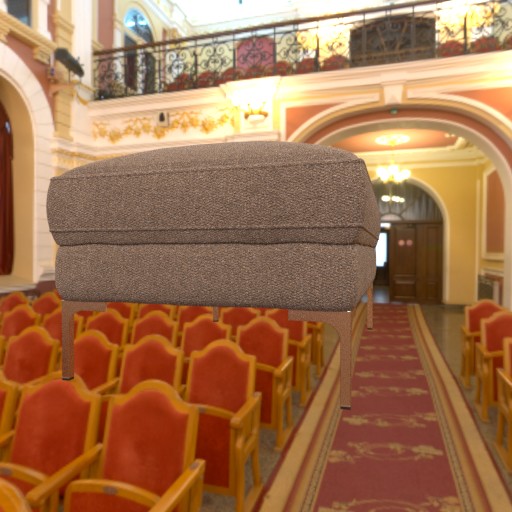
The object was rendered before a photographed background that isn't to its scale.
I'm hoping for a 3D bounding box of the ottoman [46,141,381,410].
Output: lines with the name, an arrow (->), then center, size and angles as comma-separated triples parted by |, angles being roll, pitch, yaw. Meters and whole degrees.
ottoman -> 0.000, 0.000, 1.114 | 0.583, 0.464, 0.785 | 0, 1, 17
